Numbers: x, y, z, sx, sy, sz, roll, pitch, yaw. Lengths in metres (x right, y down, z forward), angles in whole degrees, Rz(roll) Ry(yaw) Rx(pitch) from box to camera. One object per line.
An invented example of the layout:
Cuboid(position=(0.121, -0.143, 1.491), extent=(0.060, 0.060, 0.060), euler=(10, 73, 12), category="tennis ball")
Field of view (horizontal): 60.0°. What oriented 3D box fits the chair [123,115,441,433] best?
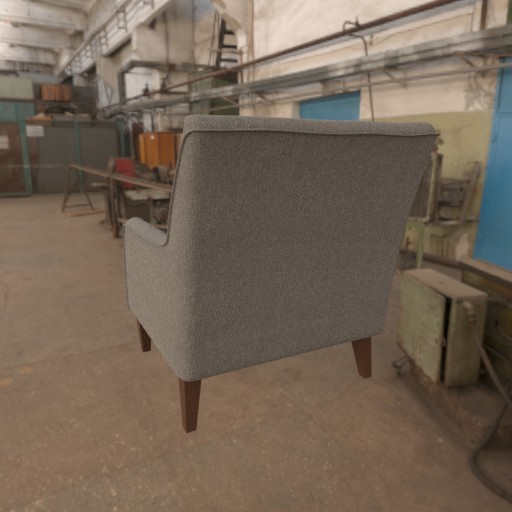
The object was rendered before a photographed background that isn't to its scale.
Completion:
Cuboid(position=(0.000, 0.000, 1.612), extent=(0.780, 0.919, 0.899), euler=(-7, 16, -27), category="chair")
